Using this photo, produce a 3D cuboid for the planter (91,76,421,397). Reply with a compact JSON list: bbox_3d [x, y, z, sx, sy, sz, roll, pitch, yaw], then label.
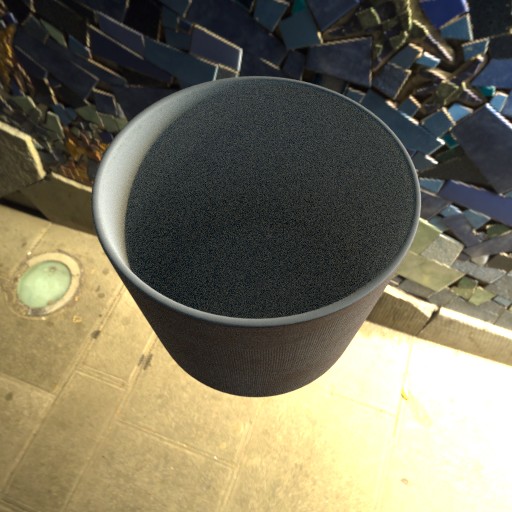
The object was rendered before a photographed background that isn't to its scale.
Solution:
[{"bbox_3d":[0.000,0.000,0.768,0.440,0.398,0.440,0,57,0],"label":"planter"}]
